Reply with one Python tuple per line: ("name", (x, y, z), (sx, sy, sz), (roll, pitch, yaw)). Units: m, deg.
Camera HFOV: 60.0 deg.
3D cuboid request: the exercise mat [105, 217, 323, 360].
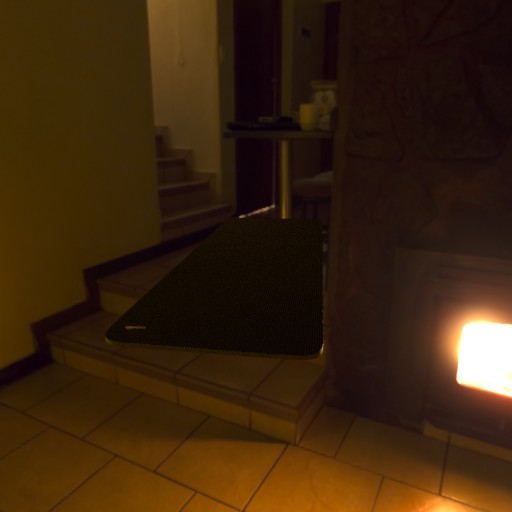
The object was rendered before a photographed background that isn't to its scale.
("exercise mat", (0.000, 0.000, 2.061), (0.616, 0.021, 1.869), (2, 16, 8))
